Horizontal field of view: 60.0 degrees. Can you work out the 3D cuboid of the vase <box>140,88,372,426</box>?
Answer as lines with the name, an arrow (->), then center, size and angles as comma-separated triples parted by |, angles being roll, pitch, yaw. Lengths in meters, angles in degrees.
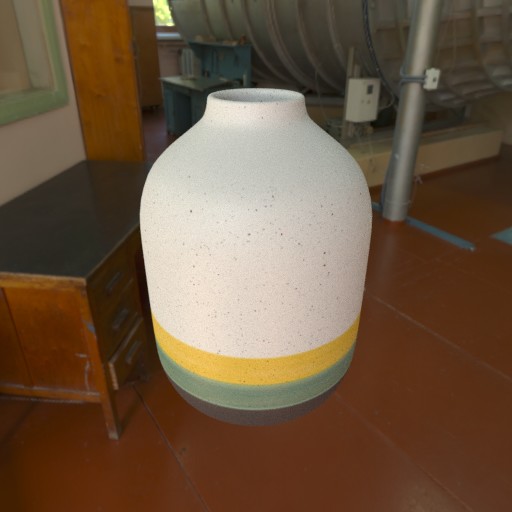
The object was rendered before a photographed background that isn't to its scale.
vase -> 0.000, 0.000, 0.348 | 0.169, 0.240, 0.169 | 0, 28, 0
